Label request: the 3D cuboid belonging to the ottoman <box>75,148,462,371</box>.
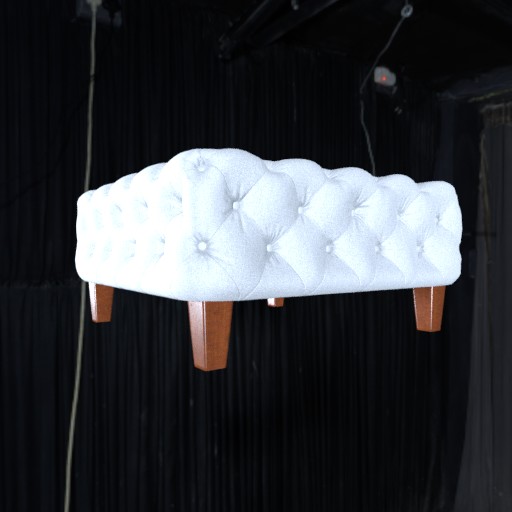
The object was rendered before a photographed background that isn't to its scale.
[{"bbox_3d":[0.000,0.000,1.166,0.764,0.365,0.758,0,0,-35],"label":"ottoman"}]
